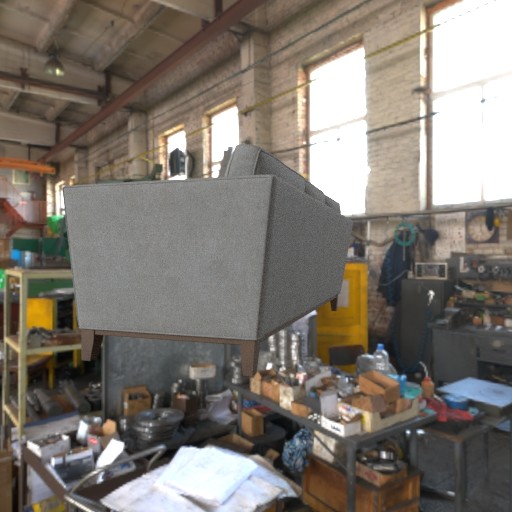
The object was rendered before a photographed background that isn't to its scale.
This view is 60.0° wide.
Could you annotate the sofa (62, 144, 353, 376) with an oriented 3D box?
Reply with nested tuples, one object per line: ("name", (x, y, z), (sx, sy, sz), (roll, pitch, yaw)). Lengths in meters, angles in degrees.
("sofa", (0.000, 0.000, 2.886), (0.965, 0.940, 2.387), (0, 0, 19))
